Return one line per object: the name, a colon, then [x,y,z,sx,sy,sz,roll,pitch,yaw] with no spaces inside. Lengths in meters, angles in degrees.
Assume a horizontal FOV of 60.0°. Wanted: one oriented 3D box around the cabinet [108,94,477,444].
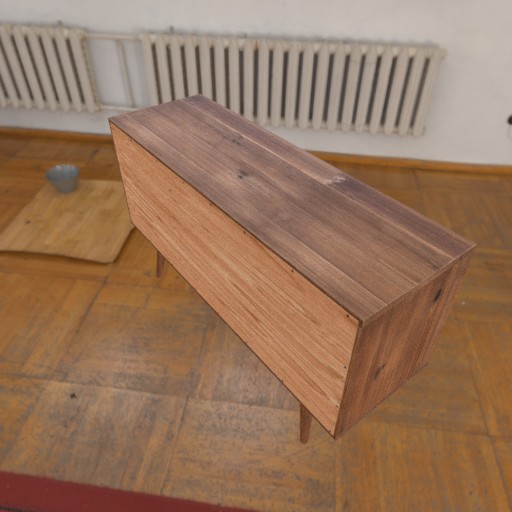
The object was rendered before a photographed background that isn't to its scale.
cabinet: [0.000,0.000,1.774,0.472,0.800,1.400,-26,47,-28]
